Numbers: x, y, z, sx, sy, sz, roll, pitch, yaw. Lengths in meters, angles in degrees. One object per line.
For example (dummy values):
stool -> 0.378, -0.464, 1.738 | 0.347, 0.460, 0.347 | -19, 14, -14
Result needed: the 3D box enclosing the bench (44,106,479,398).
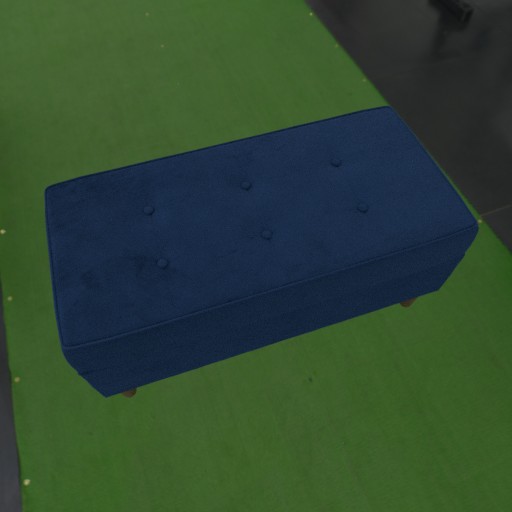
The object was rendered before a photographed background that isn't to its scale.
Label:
bench -> 0.000, 0.000, 1.283 | 1.010, 0.467, 0.489 | -16, 59, -10
